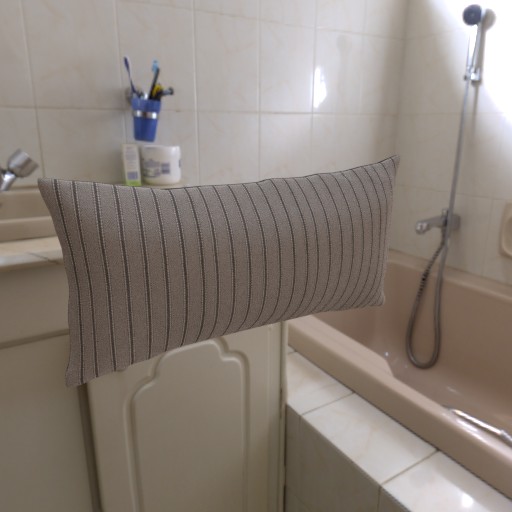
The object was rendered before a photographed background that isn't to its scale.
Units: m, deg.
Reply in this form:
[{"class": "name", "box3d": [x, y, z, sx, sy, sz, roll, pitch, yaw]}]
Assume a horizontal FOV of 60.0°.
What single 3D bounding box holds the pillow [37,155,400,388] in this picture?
[{"class": "pillow", "box3d": [0.000, 0.000, 0.719, 0.609, 0.305, 0.151, -9, 18, -28]}]
